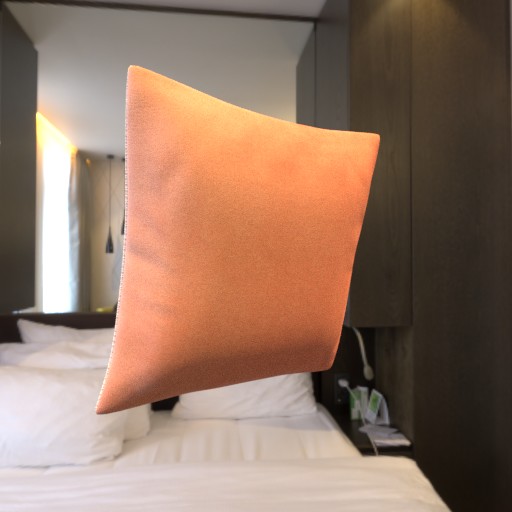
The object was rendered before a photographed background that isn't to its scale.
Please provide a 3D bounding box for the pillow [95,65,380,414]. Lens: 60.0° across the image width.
[{"bbox_3d":[0.000,0.000,0.639,0.424,0.401,0.177,1,-2,-37],"label":"pillow"}]
